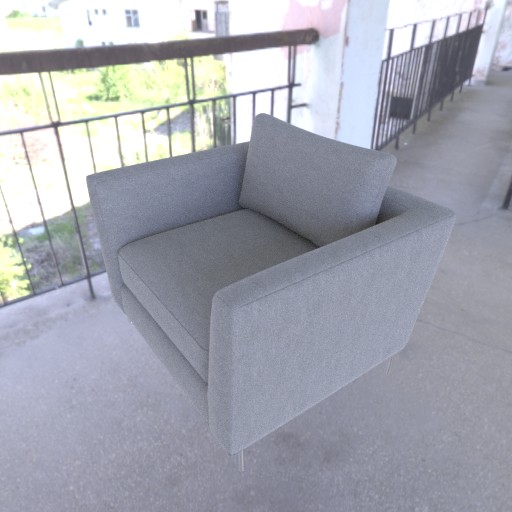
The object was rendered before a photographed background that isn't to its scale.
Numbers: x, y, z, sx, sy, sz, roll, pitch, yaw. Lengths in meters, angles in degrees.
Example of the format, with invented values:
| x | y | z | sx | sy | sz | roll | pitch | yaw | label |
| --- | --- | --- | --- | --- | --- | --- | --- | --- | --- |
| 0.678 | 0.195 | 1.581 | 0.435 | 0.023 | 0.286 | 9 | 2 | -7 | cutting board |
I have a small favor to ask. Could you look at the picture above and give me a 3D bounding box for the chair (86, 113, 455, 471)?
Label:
| x | y | z | sx | sy | sz | roll | pitch | yaw | label |
| --- | --- | --- | --- | --- | --- | --- | --- | --- | --- |
| 0.000 | 0.000 | 1.677 | 0.889 | 0.864 | 1.041 | -20 | 37 | -30 | chair |
